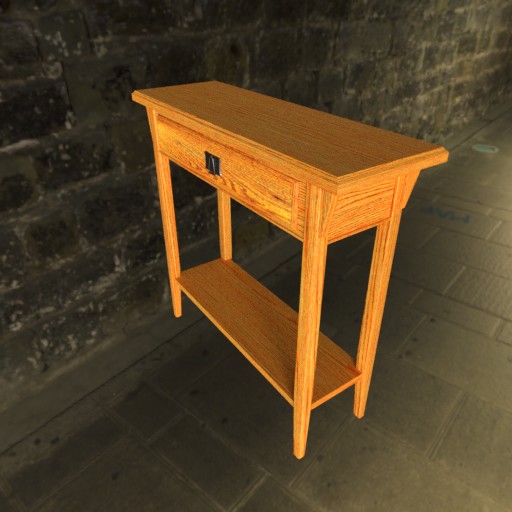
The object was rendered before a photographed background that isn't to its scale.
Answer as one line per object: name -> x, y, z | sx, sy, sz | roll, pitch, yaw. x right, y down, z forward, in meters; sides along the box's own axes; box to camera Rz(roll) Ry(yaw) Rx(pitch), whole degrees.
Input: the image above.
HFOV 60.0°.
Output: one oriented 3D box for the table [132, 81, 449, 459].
table -> 0.000, 0.000, 1.125 | 0.254, 0.711, 0.762 | -20, 36, -29
